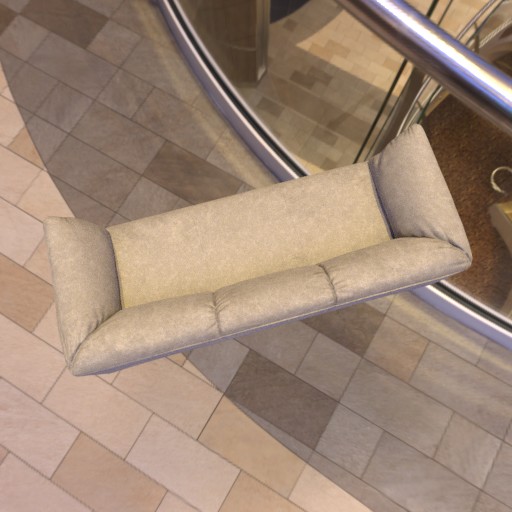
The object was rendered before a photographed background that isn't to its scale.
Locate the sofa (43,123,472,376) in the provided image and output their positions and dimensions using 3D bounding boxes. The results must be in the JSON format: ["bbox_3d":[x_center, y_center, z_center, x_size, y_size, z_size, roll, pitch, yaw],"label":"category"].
[{"bbox_3d":[0.000,0.000,2.706,2.238,0.758,0.899,-15,77,-4],"label":"sofa"}]
